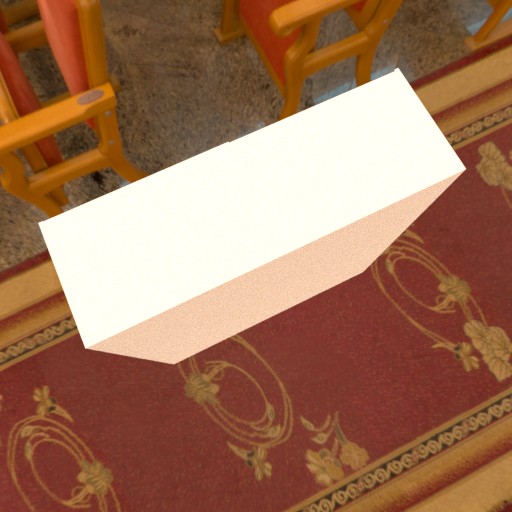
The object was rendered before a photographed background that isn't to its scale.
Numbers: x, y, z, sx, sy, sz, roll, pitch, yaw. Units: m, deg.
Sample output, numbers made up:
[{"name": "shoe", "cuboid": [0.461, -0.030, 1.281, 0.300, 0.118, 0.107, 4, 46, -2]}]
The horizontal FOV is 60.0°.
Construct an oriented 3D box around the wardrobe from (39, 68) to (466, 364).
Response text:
[{"name": "wardrobe", "cuboid": [0.000, 0.000, 2.951, 1.830, 2.020, 0.600, -25, 76, -7]}]
